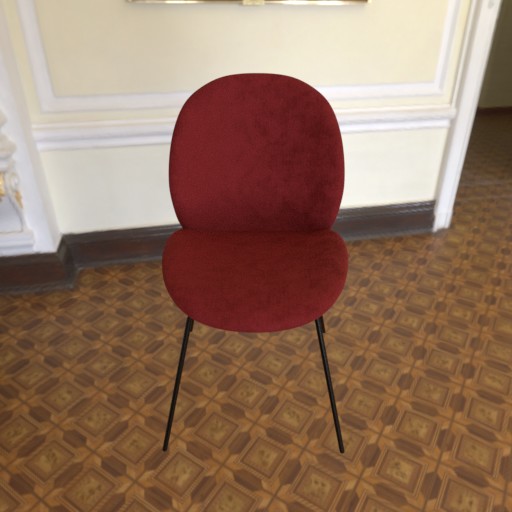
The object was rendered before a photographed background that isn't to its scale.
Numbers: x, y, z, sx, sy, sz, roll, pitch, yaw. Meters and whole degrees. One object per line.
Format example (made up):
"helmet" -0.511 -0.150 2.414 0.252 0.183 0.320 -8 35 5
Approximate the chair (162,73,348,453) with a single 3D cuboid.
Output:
"chair" 0.000 0.000 1.124 0.458 0.791 0.587 0 30 1
